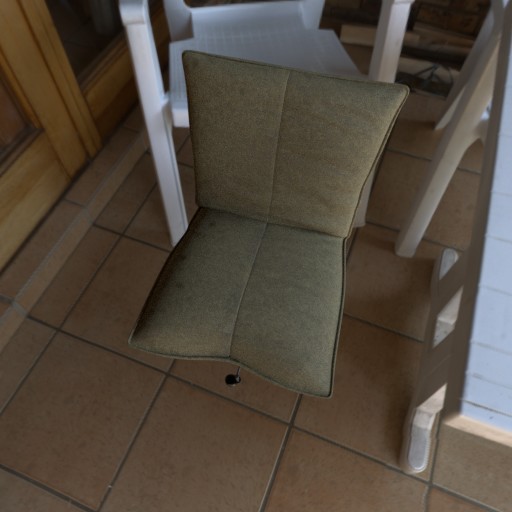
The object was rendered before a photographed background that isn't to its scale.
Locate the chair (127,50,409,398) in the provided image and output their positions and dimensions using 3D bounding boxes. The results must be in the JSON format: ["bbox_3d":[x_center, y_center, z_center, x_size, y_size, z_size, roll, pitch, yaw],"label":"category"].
[{"bbox_3d":[0.000,0.000,1.300,0.597,0.811,0.696,14,59,8],"label":"chair"}]
